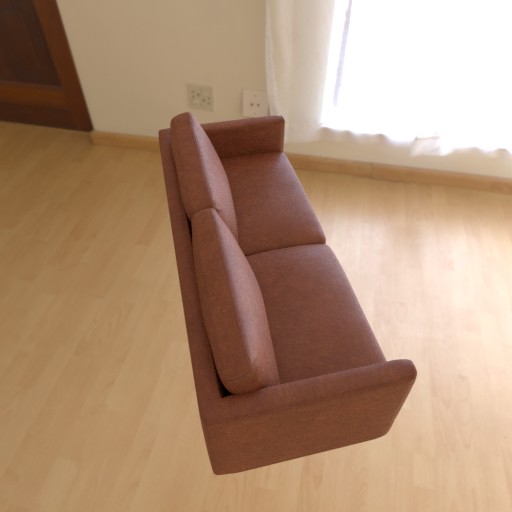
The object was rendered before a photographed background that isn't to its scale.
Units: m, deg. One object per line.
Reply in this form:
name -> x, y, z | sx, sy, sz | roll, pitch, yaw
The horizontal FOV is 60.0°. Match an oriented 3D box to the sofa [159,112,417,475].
sofa -> 0.000, 0.000, 2.711 | 0.950, 0.932, 2.204 | -10, 48, -9
